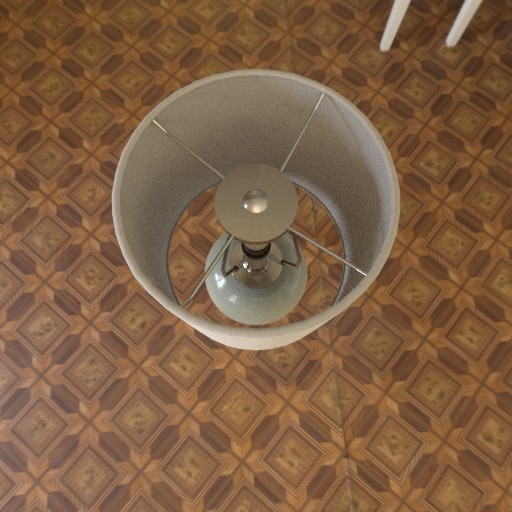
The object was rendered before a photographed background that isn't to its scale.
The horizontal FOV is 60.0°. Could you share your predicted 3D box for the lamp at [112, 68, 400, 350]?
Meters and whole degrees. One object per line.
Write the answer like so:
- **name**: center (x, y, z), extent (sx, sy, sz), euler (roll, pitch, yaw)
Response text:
- **lamp**: center (0.000, 0.000, 0.478), extent (0.201, 0.353, 0.201), euler (7, 75, 2)
